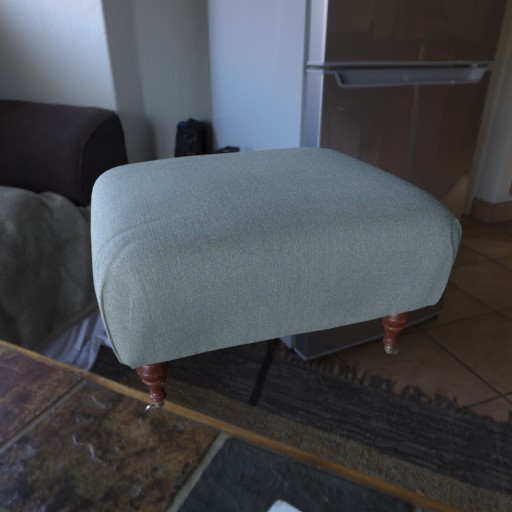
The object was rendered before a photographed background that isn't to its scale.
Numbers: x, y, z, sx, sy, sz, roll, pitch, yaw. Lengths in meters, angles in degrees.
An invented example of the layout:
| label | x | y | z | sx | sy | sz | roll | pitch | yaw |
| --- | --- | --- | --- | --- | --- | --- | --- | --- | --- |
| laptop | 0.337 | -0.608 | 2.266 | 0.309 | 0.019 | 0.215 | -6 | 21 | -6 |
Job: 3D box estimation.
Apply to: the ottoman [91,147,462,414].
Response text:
| label | x | y | z | sx | sy | sz | roll | pitch | yaw |
| --- | --- | --- | --- | --- | --- | --- | --- | --- | --- |
| ottoman | 0.000 | 0.000 | 1.107 | 0.747 | 0.450 | 0.622 | -9 | 28 | -17 |
